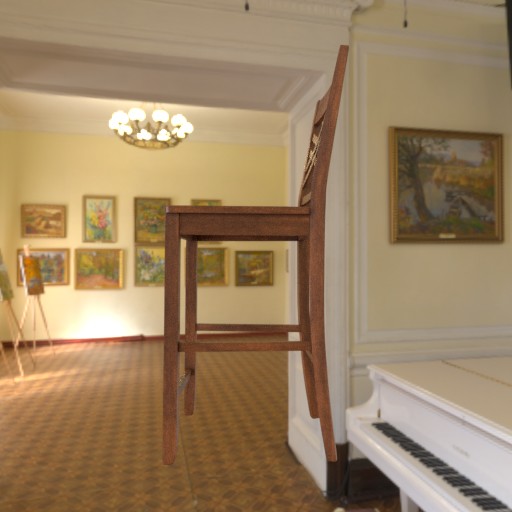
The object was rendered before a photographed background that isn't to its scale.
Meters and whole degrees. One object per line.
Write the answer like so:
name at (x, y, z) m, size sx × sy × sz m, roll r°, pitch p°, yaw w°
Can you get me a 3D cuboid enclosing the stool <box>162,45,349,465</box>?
stool at (0.000, 0.000, 1.355) m, size 0.504 × 1.098 × 0.426 m, roll 0°, pitch -1°, yaw 0°
